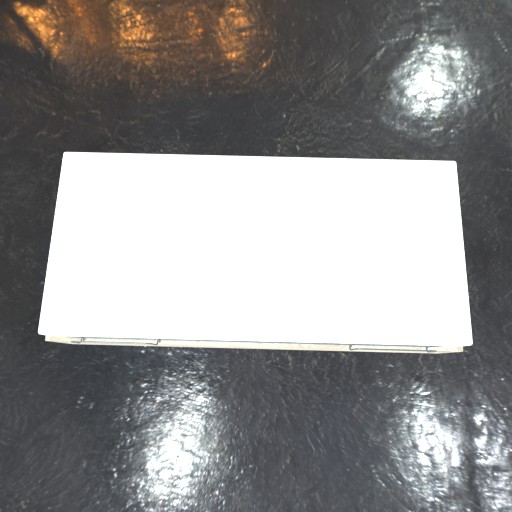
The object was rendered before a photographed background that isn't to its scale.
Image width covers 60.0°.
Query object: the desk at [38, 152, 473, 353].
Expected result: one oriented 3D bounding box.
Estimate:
[{"bbox_3d":[0.000,0.000,2.191,1.900,0.455,0.900,1,76,0],"label":"desk"}]
